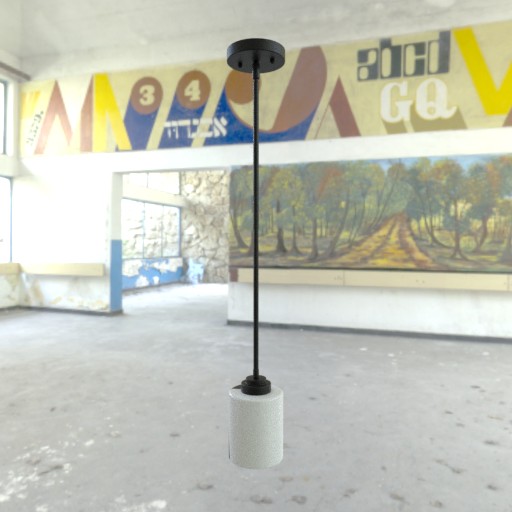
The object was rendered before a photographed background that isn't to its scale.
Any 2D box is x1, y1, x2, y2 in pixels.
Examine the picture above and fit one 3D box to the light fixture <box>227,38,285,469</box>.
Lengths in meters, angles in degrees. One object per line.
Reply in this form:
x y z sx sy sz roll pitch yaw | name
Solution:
0.000 0.000 0.947 0.123 0.863 0.123 0 1 19 | light fixture
